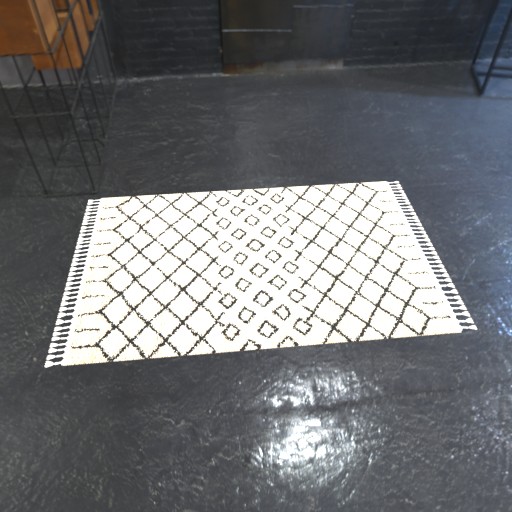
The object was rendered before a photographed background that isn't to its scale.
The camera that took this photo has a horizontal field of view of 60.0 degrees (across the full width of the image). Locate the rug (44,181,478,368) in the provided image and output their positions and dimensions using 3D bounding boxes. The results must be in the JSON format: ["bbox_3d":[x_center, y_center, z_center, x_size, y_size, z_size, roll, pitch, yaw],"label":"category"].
[{"bbox_3d":[0.000,0.000,2.451,2.006,0.008,1.196,-4,46,-4],"label":"rug"}]
